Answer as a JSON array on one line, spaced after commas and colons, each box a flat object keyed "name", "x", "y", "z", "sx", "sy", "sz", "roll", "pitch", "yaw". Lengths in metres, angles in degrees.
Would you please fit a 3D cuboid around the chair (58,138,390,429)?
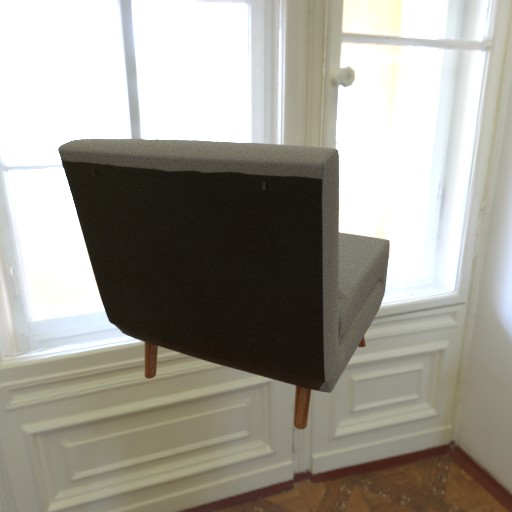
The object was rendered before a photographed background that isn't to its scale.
[{"name": "chair", "x": 0.000, "y": 0.000, "z": 1.514, "sx": 0.770, "sy": 0.808, "sz": 0.902, "roll": 9, "pitch": 20, "yaw": 26}]
